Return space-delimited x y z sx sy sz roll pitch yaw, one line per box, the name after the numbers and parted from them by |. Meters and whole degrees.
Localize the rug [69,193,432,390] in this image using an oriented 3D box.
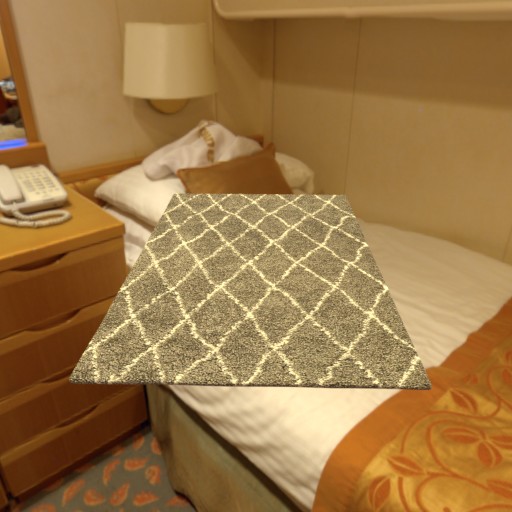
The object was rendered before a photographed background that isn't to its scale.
0.000 0.000 3.372 1.778 0.030 2.743 1 27 1 | rug
